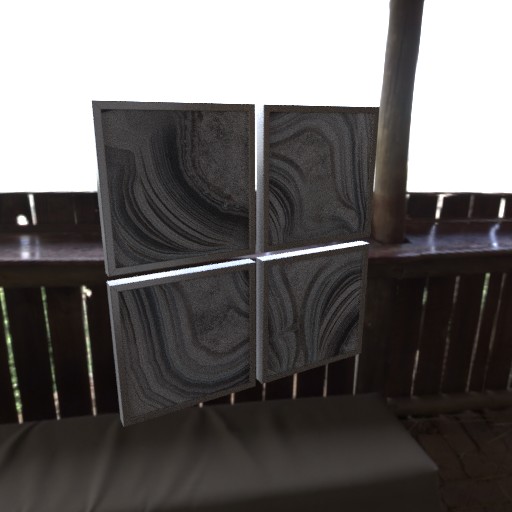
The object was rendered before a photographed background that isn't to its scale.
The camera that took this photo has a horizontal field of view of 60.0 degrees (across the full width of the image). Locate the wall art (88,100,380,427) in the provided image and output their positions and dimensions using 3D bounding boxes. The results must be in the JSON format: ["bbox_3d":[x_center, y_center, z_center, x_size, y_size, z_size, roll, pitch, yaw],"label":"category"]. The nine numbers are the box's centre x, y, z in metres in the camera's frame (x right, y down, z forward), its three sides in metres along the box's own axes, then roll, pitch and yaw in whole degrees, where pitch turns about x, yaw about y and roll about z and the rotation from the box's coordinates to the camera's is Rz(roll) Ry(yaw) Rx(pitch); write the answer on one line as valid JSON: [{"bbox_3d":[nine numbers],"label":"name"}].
[{"bbox_3d":[0.000,0.000,0.941,0.611,0.611,0.029,-9,19,-27],"label":"wall art"}]
